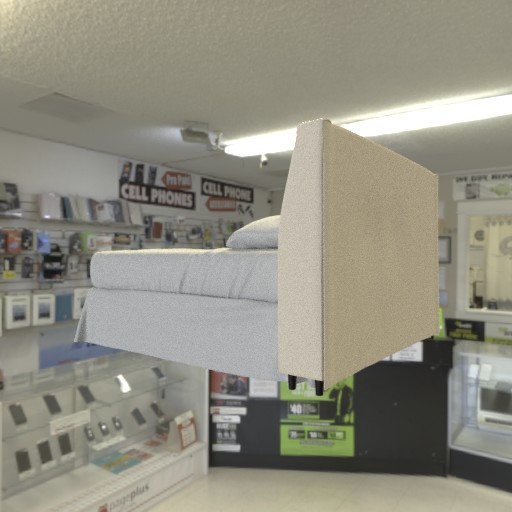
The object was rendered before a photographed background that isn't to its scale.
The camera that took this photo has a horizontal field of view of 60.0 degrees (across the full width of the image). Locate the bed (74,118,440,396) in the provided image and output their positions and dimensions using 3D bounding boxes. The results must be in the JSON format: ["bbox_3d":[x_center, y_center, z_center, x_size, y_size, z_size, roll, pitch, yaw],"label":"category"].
[{"bbox_3d":[0.000,0.000,3.490,2.276,1.332,1.925,0,0,38],"label":"bed"}]
